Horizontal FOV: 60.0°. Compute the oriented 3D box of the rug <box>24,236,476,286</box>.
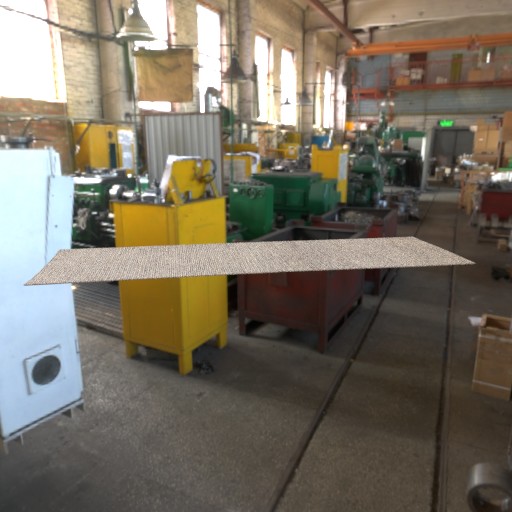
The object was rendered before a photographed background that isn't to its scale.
[{"bbox_3d":[0.000,0.000,2.570,2.335,0.013,0.697,-2,15,-9],"label":"rug"}]
